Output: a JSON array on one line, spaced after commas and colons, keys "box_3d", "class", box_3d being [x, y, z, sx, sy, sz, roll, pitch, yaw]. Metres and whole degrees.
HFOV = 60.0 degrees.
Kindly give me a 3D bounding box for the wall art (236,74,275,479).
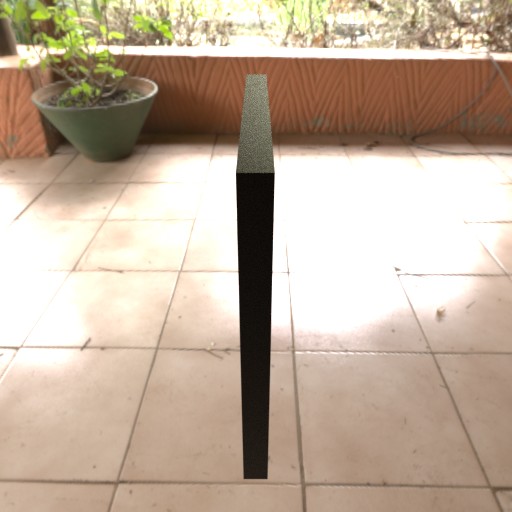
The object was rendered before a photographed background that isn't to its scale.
[{"box_3d": [0.000, 0.000, 0.772, 0.038, 0.506, 0.506, 0, 32, 0], "class": "wall art"}]
